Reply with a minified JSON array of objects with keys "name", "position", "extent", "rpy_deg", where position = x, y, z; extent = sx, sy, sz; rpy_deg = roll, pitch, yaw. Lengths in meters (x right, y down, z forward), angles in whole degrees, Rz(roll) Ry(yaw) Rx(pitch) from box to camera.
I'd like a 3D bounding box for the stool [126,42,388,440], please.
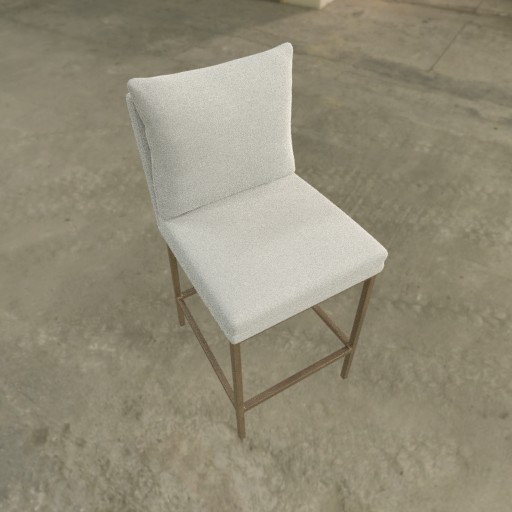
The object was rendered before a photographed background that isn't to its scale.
[{"name":"stool","position":[0.000,0.000,1.322],"extent":[0.463,1.032,0.572],"rpy_deg":[-23,50,-21]}]
